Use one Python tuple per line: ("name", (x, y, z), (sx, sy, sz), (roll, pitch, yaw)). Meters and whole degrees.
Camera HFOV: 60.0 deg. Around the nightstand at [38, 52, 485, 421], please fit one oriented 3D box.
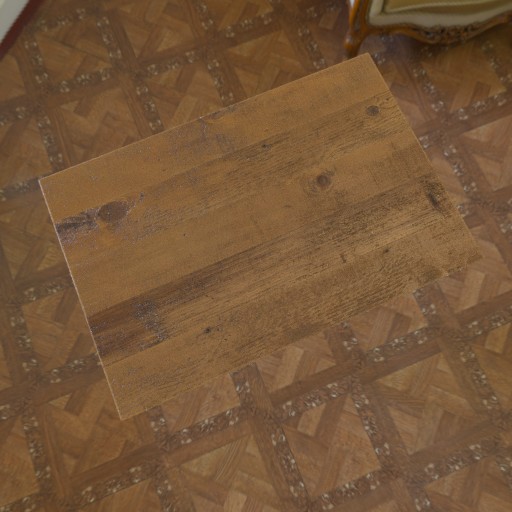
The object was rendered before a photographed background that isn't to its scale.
("nightstand", (0.000, 0.000, 1.055), (0.650, 0.599, 0.450), (-23, 78, -5))
